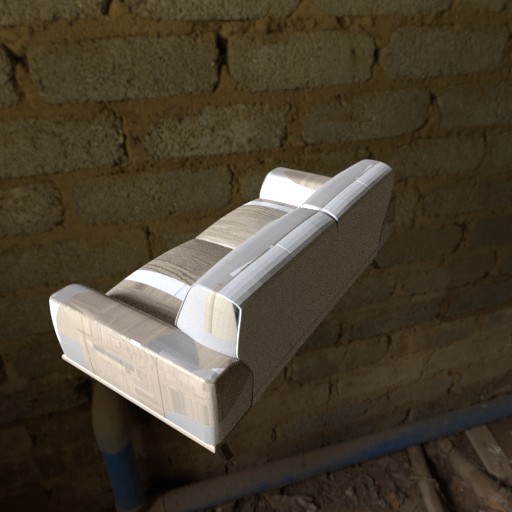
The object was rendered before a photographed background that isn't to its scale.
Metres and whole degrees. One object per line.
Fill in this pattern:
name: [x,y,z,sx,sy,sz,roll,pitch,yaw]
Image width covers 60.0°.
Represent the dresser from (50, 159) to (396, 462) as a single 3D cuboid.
dresser: [0.000,0.000,5.845,2.251,1.863,4.679,19,36,28]
